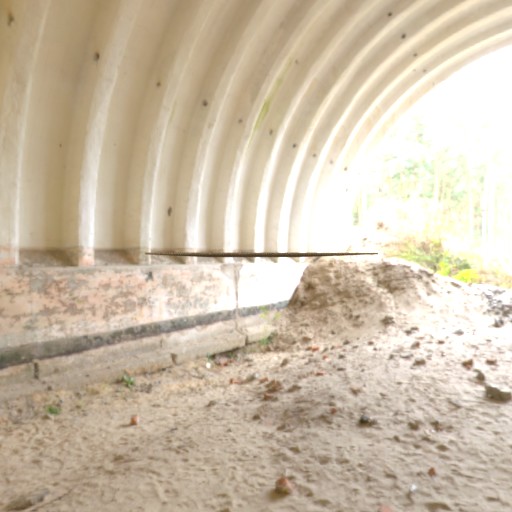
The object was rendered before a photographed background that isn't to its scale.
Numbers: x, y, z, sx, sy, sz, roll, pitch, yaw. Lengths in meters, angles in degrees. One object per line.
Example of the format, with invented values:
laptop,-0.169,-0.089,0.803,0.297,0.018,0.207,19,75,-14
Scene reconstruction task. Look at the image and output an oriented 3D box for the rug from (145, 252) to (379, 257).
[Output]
rug,0.000,0.000,2.685,0.783,0.006,2.438,0,0,-1
